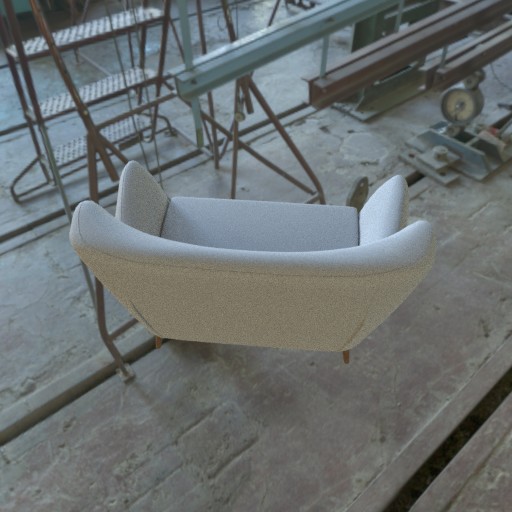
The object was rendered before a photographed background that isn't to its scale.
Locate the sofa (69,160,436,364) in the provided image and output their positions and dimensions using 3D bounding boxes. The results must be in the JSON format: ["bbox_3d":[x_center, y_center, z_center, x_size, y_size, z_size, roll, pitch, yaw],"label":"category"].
[{"bbox_3d":[0.000,0.000,2.065,1.424,0.878,0.921,4,47,4],"label":"sofa"}]
